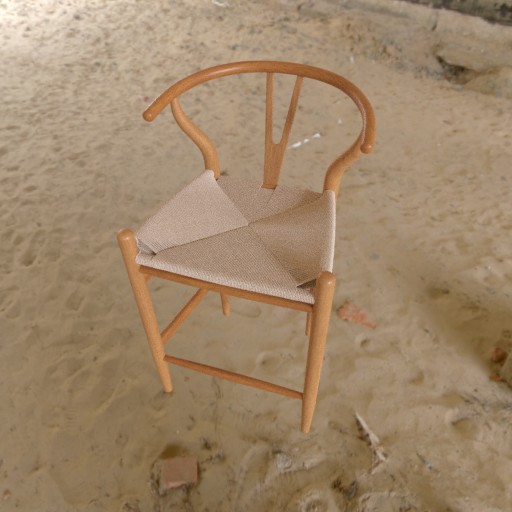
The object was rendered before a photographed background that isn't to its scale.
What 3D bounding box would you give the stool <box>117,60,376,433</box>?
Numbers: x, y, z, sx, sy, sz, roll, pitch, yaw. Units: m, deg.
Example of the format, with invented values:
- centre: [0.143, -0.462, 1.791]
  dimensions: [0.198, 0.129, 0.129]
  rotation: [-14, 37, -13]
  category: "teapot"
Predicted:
- centre: [0.000, 0.000, 1.354]
  dimensions: [0.569, 0.970, 0.579]
  rotation: [12, 43, 13]
  category: "stool"
